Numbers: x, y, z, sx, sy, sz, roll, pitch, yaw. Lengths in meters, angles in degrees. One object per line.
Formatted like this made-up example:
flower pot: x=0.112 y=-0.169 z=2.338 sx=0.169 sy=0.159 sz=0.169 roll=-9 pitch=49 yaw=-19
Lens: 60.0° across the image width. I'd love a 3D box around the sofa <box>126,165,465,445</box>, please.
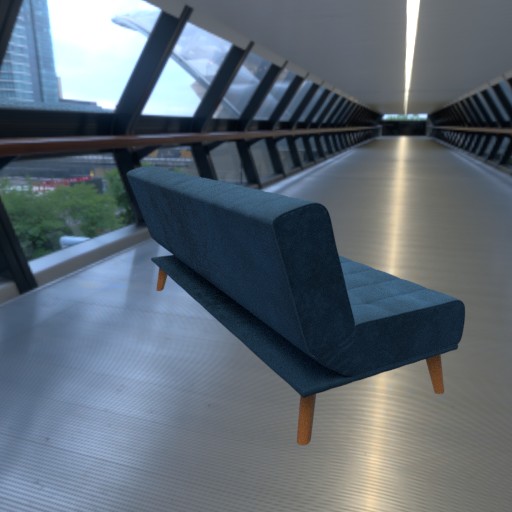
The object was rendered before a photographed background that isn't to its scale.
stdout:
sofa: x=0.000 y=0.000 z=2.240 sx=0.855 sy=0.813 sz=1.804 roll=-8 pitch=17 yaw=-27
